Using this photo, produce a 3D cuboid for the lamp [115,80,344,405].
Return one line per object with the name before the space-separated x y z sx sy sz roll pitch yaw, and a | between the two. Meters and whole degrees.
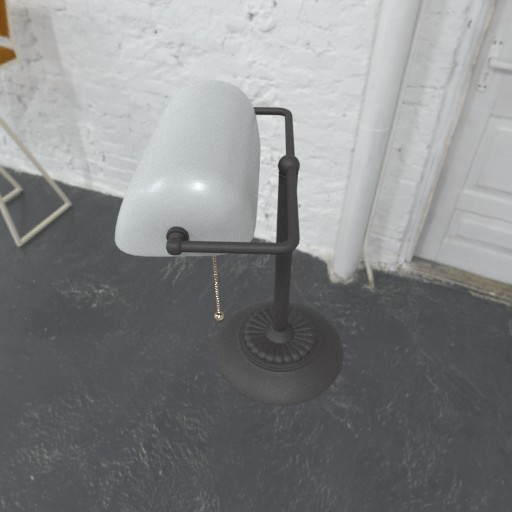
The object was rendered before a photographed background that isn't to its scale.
lamp | 0.000 0.000 0.509 0.243 0.339 0.264 1 41 2
